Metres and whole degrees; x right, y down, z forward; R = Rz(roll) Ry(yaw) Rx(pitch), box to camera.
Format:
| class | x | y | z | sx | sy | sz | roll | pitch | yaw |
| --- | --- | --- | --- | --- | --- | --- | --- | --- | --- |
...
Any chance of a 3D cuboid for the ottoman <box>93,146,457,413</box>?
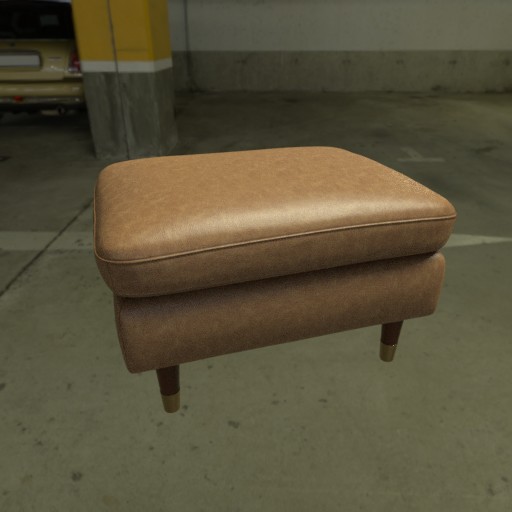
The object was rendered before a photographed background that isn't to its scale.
| class | x | y | z | sx | sy | sz | roll | pitch | yaw |
| --- | --- | --- | --- | --- | --- | --- | --- | --- | --- |
| ottoman | 0.000 | 0.000 | 1.135 | 0.747 | 0.478 | 0.593 | -8 | 28 | -16 |
